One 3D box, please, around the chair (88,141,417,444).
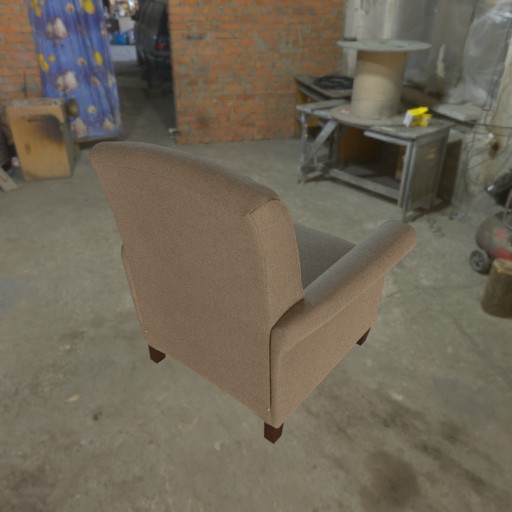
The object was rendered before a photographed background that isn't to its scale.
[{"bbox_3d":[0.000,0.000,1.799,0.978,1.061,0.905,22,37,33],"label":"chair"}]
